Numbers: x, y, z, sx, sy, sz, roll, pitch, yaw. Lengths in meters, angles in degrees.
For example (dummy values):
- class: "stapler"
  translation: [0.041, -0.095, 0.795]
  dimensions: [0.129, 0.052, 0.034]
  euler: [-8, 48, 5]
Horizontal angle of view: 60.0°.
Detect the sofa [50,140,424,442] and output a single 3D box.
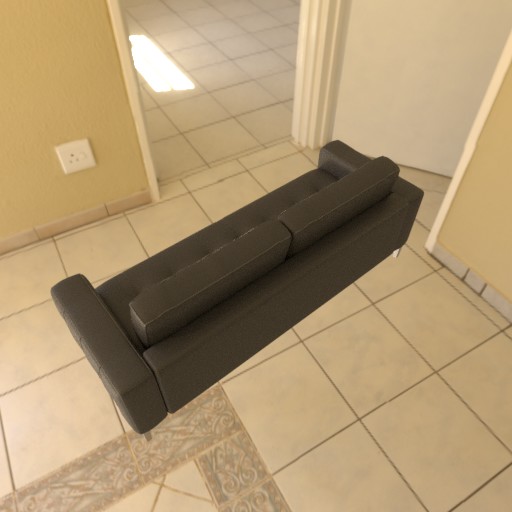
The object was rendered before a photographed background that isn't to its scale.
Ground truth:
- class: "sofa"
  translation: [0.000, 0.000, 2.798]
  dimensions: [2.275, 0.893, 0.833]
  euler: [-31, 55, -25]
